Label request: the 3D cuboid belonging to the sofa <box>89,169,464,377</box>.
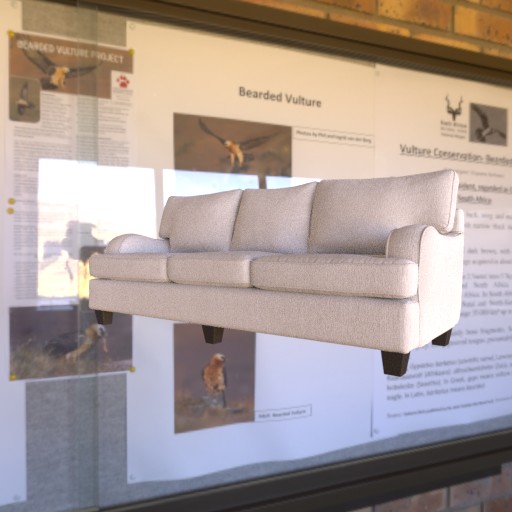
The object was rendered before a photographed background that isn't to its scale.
[{"bbox_3d":[0.000,0.000,2.876,2.323,0.991,1.016,1,1,37],"label":"sofa"}]
